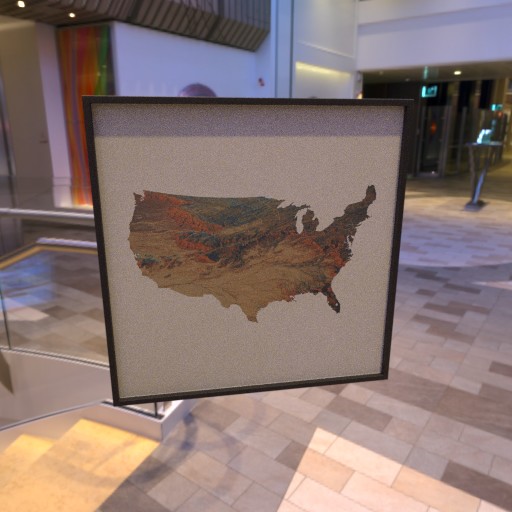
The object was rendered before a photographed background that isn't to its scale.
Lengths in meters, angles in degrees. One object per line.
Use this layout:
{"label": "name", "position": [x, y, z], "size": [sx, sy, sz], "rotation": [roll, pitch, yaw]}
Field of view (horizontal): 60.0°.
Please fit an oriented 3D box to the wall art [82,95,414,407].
{"label": "wall art", "position": [0.000, 0.000, 0.755], "size": [0.507, 0.507, 0.038], "rotation": [-3, 16, -9]}
